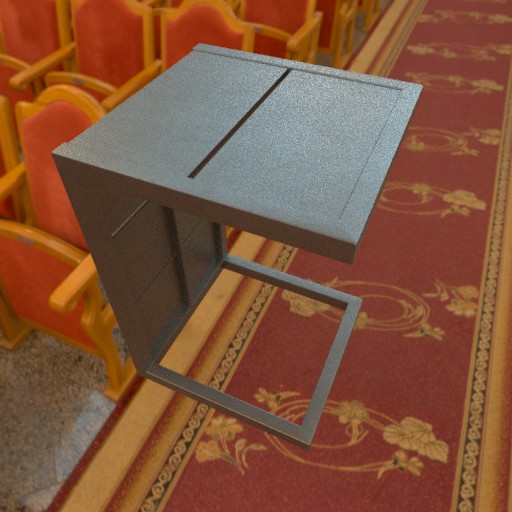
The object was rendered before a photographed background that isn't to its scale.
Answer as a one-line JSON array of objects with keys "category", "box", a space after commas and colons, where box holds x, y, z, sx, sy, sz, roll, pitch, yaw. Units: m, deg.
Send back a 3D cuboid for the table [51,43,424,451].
[{"category": "table", "box": [0.000, 0.000, 0.879, 0.420, 0.609, 0.405, 18, 49, 17]}]
